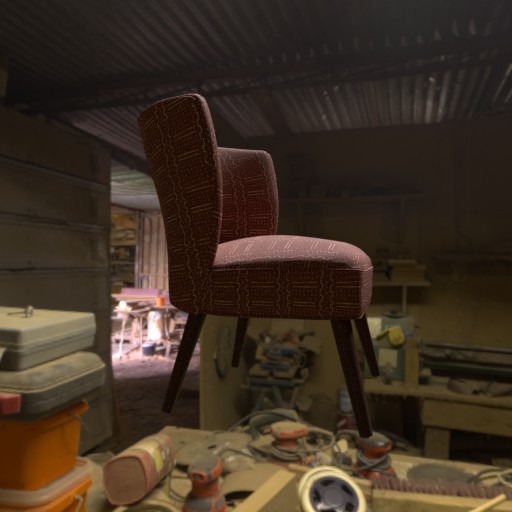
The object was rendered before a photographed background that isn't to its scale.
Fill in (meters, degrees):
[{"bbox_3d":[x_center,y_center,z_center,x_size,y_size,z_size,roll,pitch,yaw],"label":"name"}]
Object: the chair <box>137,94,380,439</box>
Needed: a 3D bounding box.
[{"bbox_3d":[0.000,0.000,1.438,0.758,0.866,0.706,0,-1,17],"label":"chair"}]
